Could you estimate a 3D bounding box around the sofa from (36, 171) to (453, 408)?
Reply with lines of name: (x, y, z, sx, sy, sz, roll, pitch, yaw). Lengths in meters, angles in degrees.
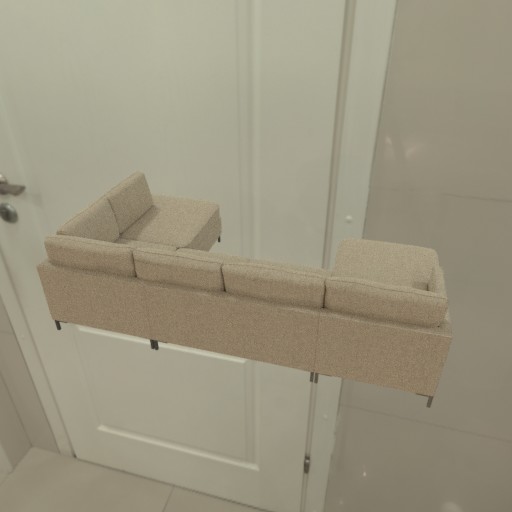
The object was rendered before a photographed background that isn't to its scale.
sofa: (0.000, 0.000, 4.342, 3.423, 0.996, 2.021, 8, 33, 13)
